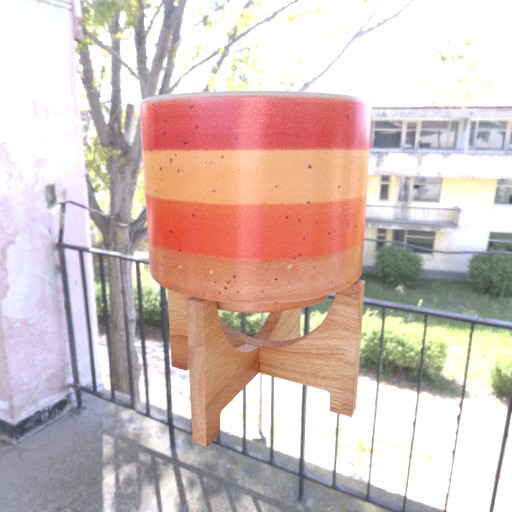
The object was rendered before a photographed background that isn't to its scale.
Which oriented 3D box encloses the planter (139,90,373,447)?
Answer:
[{"bbox_3d":[0.000,0.000,0.407,0.199,0.268,0.199,0,15,0],"label":"planter"}]
